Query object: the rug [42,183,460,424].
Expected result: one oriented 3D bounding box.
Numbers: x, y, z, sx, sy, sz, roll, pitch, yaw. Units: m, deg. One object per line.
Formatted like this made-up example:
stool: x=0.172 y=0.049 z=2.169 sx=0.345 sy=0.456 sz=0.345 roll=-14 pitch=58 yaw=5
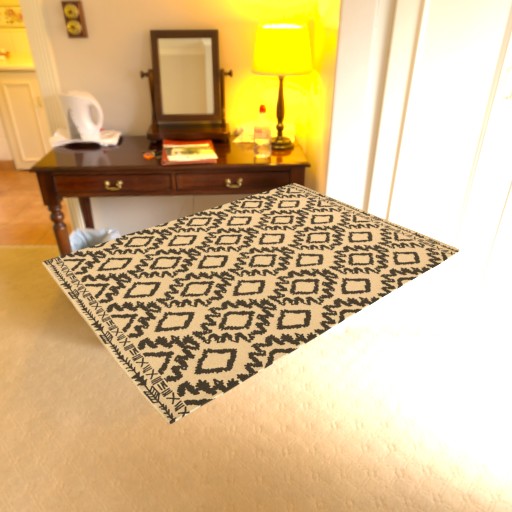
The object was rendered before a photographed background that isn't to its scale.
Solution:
rug: x=0.000 y=0.000 z=4.348 sx=3.369 sy=0.036 sz=2.444 roll=-22 pitch=37 yaw=-33
